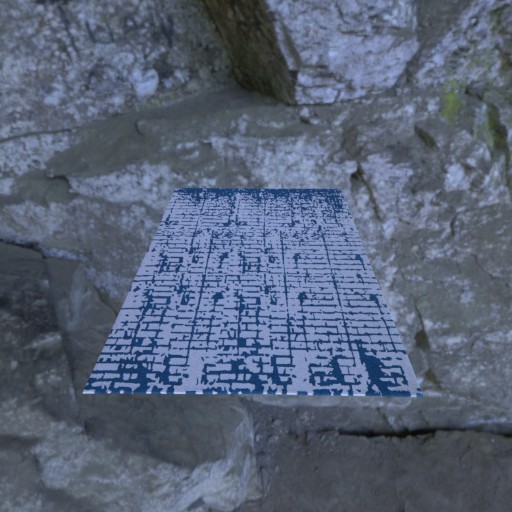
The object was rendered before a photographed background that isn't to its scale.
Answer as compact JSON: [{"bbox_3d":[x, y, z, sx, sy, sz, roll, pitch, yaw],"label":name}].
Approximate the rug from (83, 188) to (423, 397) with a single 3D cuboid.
[{"bbox_3d":[0.000,0.000,3.017,1.517,0.011,2.435,0,30,1],"label":"rug"}]
